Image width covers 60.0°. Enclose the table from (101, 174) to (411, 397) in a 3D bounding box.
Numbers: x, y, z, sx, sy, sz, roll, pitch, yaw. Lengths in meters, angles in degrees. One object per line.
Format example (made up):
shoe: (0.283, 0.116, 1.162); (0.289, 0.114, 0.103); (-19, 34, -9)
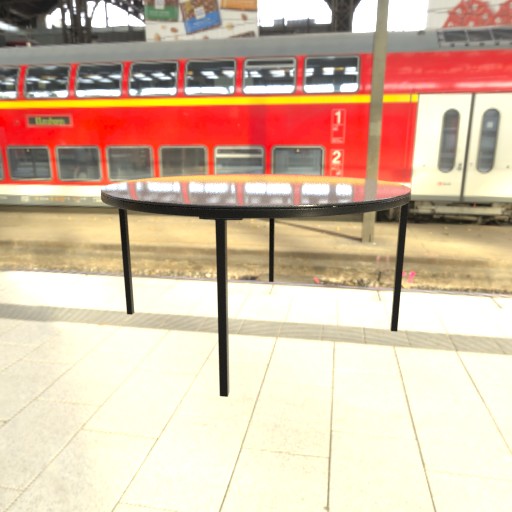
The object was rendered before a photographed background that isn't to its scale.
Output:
table: (0.000, 0.000, 1.251); (0.800, 0.400, 0.800); (0, 15, 0)
